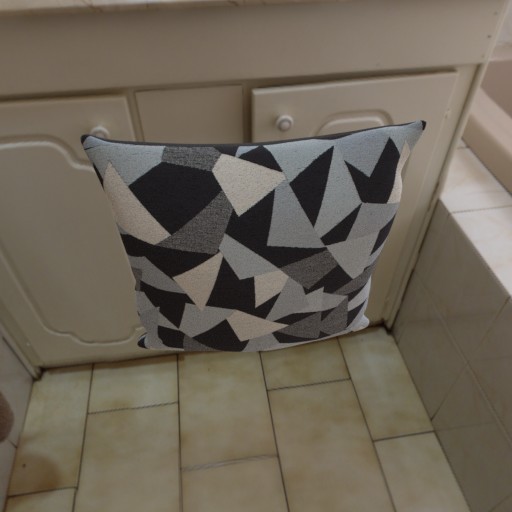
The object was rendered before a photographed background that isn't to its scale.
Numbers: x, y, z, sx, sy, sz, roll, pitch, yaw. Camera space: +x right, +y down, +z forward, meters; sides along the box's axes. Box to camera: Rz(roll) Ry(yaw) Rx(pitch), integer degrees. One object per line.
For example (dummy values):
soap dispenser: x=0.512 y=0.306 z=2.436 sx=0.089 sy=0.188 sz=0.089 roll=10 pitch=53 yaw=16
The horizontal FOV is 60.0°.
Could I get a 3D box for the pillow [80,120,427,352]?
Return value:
pillow: x=0.000 y=0.000 z=0.784 sx=0.503 sy=0.496 sz=0.208 roll=-5 pitch=45 yaw=-5
